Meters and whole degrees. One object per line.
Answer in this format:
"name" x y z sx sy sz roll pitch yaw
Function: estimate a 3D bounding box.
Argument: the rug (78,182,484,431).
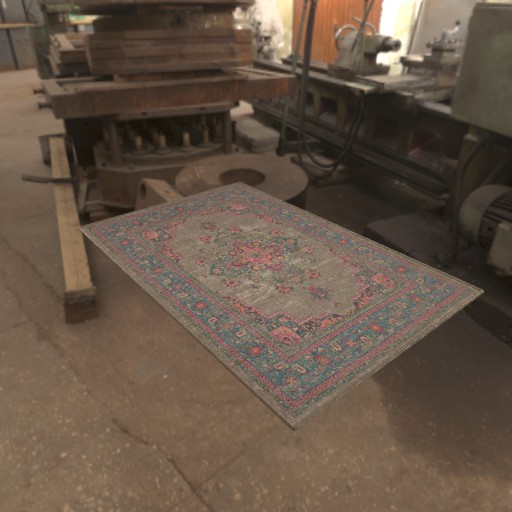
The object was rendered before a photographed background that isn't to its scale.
"rug" 0.000 0.000 2.199 1.144 0.014 1.748 -22 36 -33
